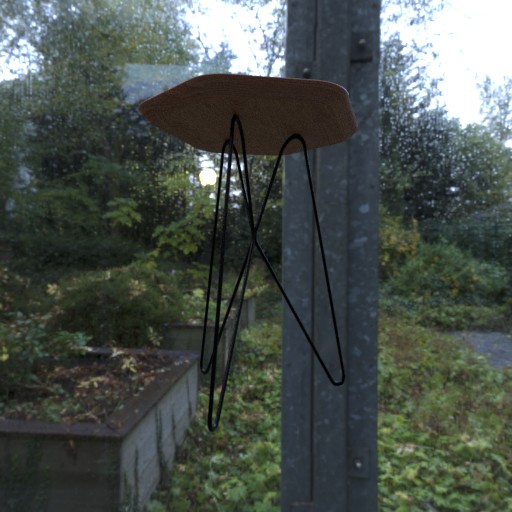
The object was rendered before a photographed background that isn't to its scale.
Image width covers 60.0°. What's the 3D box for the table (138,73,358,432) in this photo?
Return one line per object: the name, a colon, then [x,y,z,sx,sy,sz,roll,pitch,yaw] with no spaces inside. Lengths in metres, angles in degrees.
table: [0.000,0.000,0.921,0.400,0.562,0.500,0,0,18]
